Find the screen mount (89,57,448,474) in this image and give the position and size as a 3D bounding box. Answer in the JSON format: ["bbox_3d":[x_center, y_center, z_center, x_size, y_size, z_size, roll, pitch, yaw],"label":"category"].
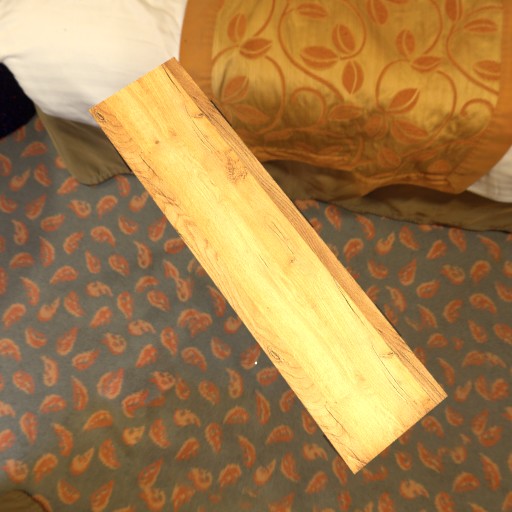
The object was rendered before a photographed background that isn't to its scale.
[{"bbox_3d":[0.000,0.000,1.722,0.395,0.450,1.524,-36,79,-8],"label":"screen mount"}]
